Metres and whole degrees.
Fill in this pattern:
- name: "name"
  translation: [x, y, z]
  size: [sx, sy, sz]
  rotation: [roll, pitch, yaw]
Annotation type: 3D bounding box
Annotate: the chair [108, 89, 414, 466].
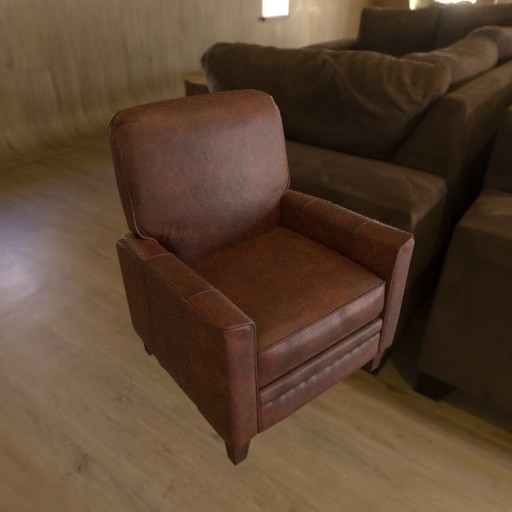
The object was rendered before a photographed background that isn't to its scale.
- name: "chair"
  translation: [0.000, 0.000, 1.673]
  size: [0.843, 1.043, 0.836]
  rotation: [-22, 38, -32]
